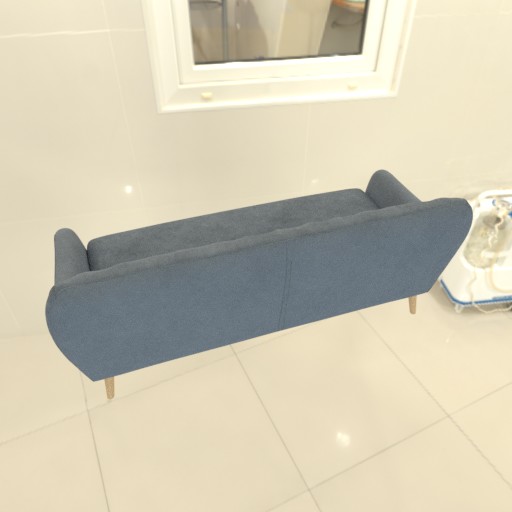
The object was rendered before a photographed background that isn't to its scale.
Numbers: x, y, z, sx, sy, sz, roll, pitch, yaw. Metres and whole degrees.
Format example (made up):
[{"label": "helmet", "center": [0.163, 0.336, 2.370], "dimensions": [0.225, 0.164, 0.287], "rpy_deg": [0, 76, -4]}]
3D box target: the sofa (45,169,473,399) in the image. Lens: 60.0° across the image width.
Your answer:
[{"label": "sofa", "center": [0.000, 0.000, 2.368], "dimensions": [1.975, 0.832, 0.841], "rpy_deg": [-12, 42, -14]}]
